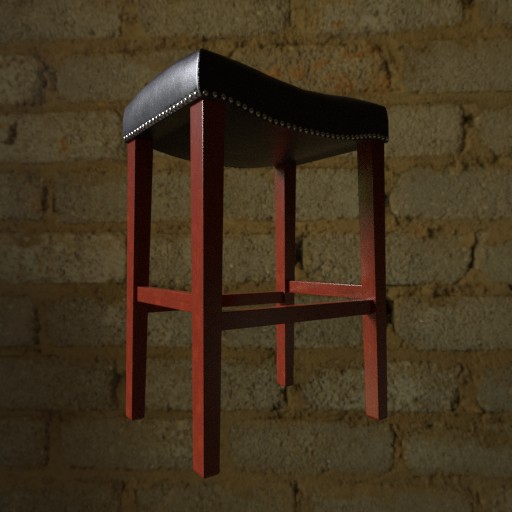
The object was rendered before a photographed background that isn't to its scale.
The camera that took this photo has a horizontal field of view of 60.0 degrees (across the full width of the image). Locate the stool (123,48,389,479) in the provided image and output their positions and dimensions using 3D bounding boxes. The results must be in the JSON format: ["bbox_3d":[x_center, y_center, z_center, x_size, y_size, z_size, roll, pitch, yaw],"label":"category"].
[{"bbox_3d":[0.000,0.000,1.020,0.504,0.742,0.372,0,0,-36],"label":"stool"}]
